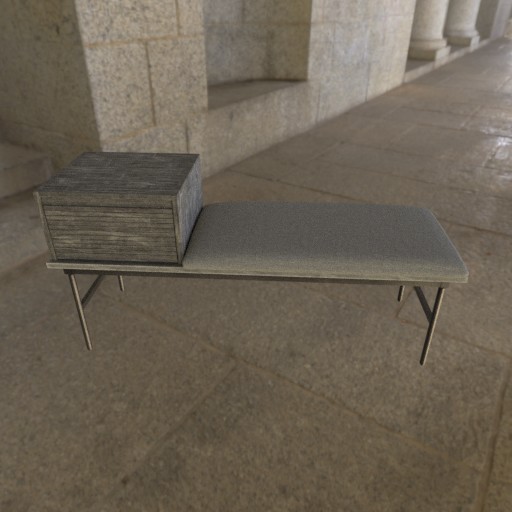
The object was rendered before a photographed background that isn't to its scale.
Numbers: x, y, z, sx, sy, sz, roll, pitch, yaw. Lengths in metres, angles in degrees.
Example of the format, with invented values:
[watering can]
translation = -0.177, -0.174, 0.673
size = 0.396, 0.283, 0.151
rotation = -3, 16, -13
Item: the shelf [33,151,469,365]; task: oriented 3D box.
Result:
[shelf]
translation = 0.000, 0.000, 1.629
size = 1.342, 0.633, 0.457
rotation = 2, 31, 3
